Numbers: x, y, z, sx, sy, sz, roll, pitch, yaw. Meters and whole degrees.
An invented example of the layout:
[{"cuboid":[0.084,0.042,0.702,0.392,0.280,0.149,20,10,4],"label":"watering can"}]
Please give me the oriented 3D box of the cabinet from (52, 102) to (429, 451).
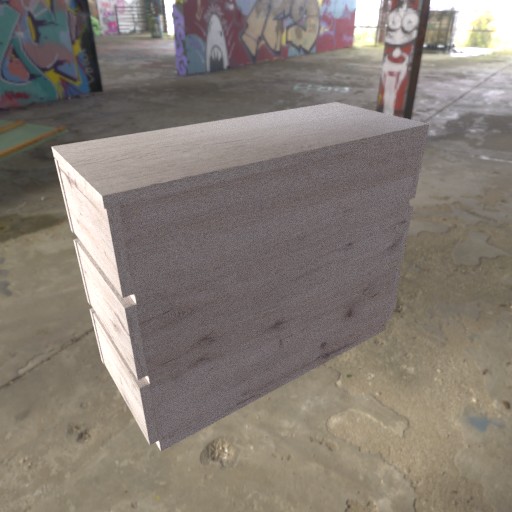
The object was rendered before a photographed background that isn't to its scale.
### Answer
[{"cuboid":[0.000,0.000,1.497,1.040,0.820,0.420,-19,35,-29],"label":"cabinet"}]
